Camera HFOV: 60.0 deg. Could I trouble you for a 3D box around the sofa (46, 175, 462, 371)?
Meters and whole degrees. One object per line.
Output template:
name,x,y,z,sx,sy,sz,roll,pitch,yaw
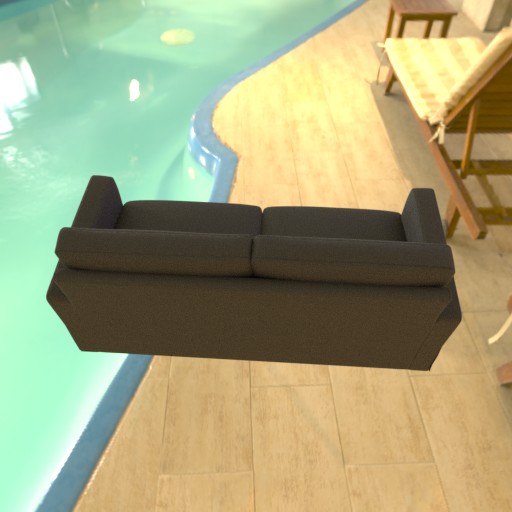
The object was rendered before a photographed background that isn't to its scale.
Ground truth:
sofa,0.000,0.000,2.277,1.852,0.839,0.898,3,47,2
